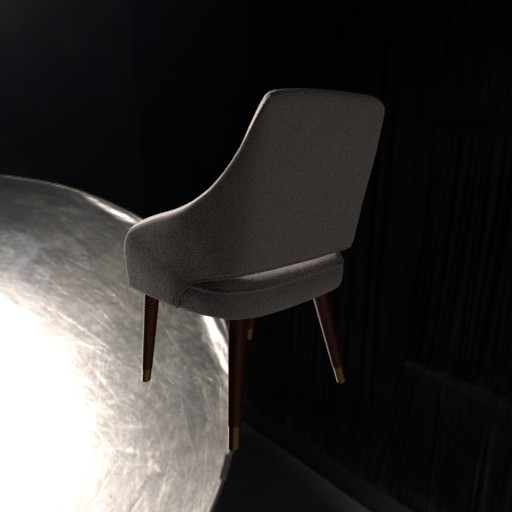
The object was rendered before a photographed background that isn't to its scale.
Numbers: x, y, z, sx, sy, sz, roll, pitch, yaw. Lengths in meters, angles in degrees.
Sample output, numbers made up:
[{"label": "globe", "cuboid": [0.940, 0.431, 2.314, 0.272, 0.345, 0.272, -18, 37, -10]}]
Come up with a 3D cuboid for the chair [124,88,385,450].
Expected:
[{"label": "chair", "cuboid": [0.000, 0.000, 1.328, 0.609, 0.889, 0.600, -14, 20, -42]}]
